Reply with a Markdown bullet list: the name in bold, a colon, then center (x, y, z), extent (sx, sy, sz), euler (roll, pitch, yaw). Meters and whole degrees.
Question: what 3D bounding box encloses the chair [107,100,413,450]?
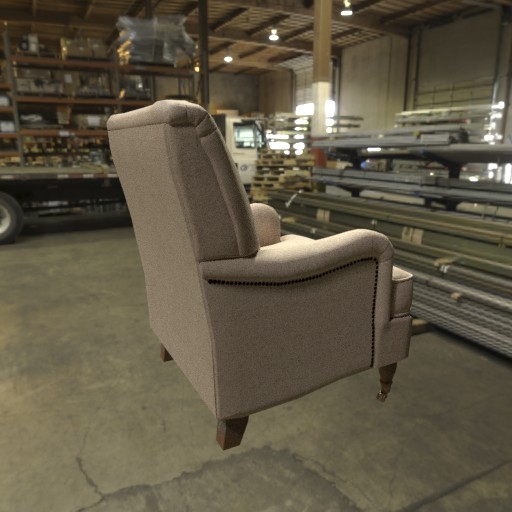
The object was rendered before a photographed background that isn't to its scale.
- **chair**: center (0.000, 0.000, 1.778), extent (0.953, 1.119, 0.879), euler (-7, 16, -27)
